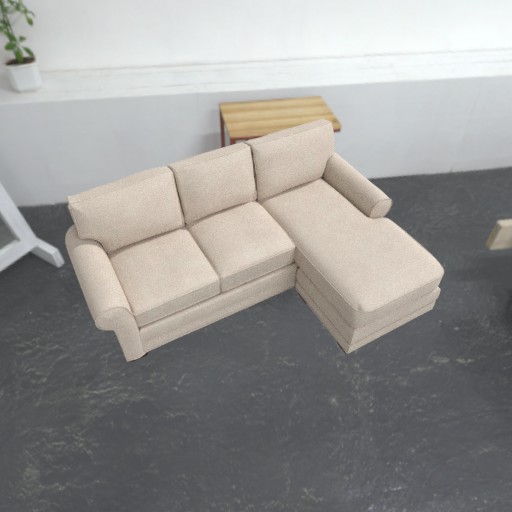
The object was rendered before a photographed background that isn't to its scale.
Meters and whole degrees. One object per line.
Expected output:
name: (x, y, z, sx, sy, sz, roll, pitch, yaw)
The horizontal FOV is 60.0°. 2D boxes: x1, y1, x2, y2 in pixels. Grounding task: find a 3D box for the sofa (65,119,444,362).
sofa: (0.000, 0.000, 2.414, 1.770, 0.734, 1.226, -22, 50, -20)
